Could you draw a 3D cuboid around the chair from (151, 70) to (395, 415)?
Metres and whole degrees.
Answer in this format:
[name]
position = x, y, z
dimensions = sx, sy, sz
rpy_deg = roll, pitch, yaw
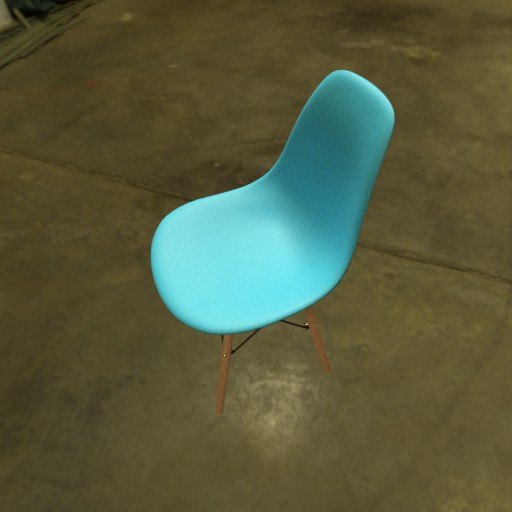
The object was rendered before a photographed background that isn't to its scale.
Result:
[chair]
position = 0.000, 0.000, 1.155
dimensions = 0.531, 0.826, 0.470
rpy_deg = -17, 48, -15
